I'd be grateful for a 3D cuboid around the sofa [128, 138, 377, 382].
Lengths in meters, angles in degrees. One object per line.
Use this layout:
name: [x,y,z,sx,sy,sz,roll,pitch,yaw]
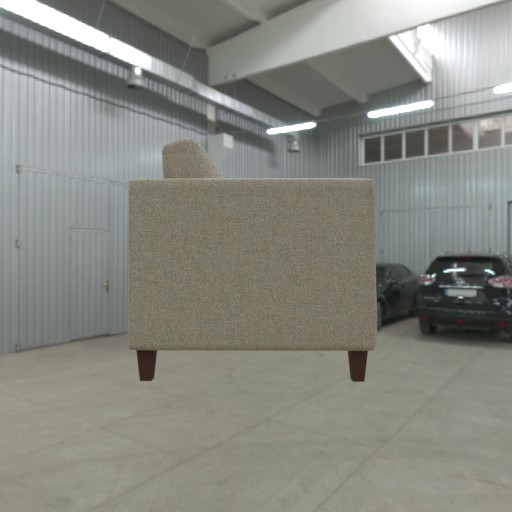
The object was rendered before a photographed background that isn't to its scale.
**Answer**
sofa: [0.000,0.000,2.821,0.951,0.965,2.434,0,0,1]
